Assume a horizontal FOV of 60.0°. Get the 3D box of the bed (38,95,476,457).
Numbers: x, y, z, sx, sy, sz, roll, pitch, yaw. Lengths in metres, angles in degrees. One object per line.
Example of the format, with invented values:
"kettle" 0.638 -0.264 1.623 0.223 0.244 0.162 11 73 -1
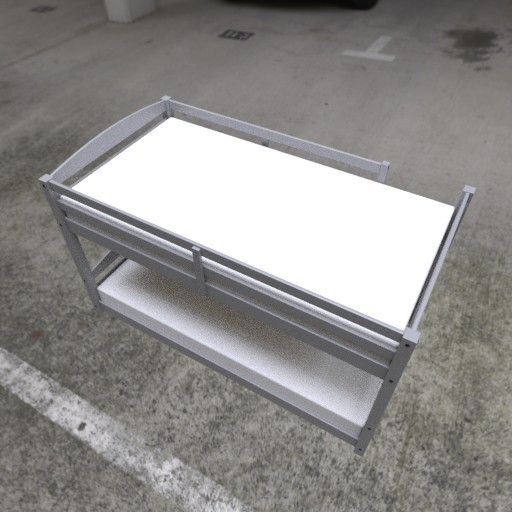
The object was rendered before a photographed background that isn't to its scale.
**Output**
"bed" 0.000 0.000 2.716 2.013 1.206 1.105 23 50 20
